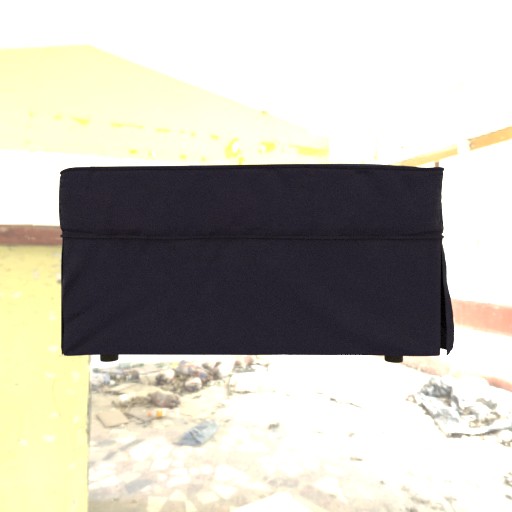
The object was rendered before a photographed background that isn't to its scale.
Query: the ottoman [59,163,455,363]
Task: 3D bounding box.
[{"bbox_3d":[0.000,0.000,1.316,0.938,0.503,0.637,0,0,1],"label":"ottoman"}]
